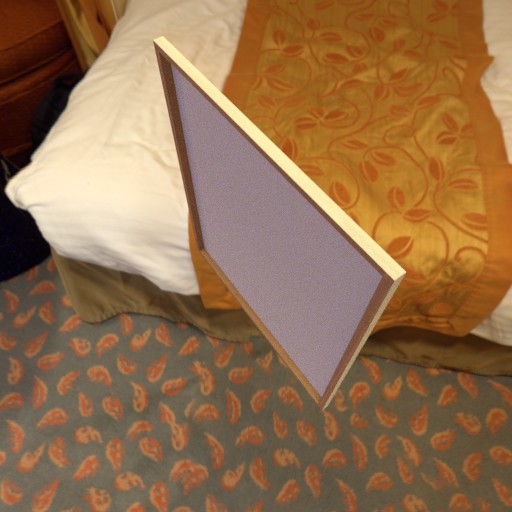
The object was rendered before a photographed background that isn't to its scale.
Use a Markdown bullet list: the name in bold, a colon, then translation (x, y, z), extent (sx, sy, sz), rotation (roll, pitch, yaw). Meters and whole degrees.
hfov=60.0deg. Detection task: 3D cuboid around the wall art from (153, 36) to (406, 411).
- **wall art**: translation (0.000, 0.000, 0.978), extent (0.021, 0.710, 0.609), rotation (-32, 64, -18)
